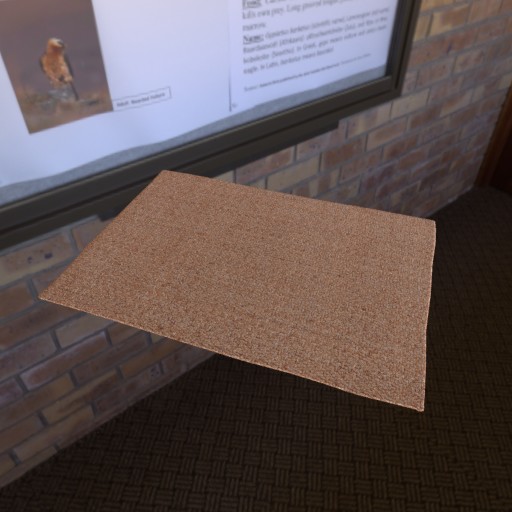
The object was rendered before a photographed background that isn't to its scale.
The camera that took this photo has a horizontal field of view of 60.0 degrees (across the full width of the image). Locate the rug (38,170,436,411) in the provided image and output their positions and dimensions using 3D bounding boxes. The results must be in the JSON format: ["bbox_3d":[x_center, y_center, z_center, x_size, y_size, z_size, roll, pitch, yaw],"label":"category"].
[{"bbox_3d":[0.000,0.000,2.810,2.141,0.013,1.566,13,42,14],"label":"rug"}]
